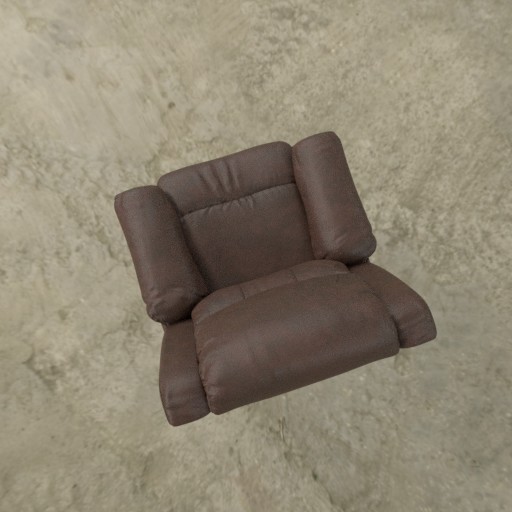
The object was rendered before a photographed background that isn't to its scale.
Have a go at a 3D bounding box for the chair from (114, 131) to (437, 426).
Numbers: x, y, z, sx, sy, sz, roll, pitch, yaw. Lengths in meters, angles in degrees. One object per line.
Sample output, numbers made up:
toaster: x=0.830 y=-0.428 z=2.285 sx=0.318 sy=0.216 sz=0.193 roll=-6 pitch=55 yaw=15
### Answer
chair: x=0.000 y=0.000 z=1.246 sx=0.680 sy=0.702 sz=0.707 roll=-17 pitch=77 yaw=-4
